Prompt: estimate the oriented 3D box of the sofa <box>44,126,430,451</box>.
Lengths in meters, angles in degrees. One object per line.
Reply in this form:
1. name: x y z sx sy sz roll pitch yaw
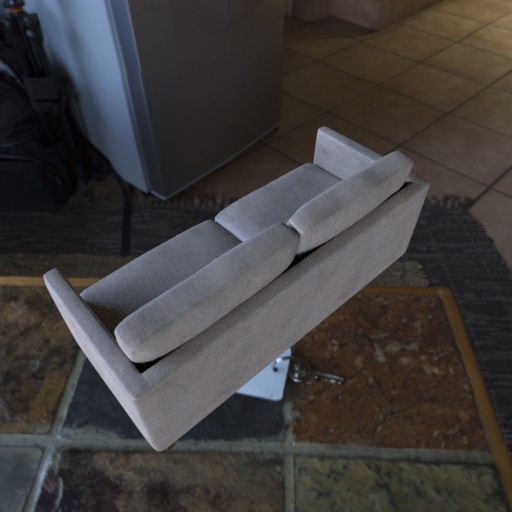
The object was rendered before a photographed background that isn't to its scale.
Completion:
1. sofa: 0.000 0.000 2.763 2.208 0.965 0.951 -33 56 -27
